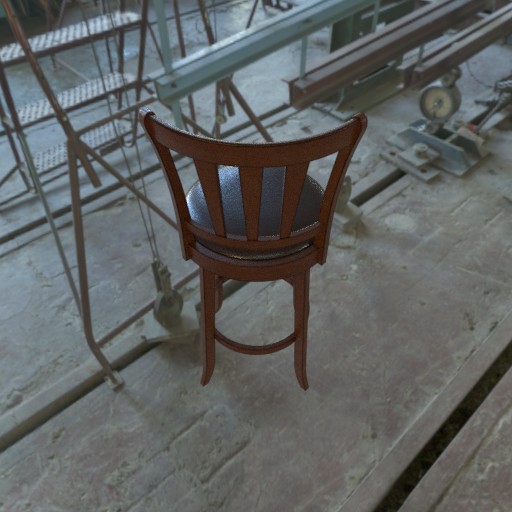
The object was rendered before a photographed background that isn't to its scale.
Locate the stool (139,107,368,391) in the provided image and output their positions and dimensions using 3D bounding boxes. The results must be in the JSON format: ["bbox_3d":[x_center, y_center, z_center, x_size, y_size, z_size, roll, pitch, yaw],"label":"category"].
[{"bbox_3d":[0.000,0.000,1.425,0.464,1.177,0.503,2,47,2],"label":"stool"}]
